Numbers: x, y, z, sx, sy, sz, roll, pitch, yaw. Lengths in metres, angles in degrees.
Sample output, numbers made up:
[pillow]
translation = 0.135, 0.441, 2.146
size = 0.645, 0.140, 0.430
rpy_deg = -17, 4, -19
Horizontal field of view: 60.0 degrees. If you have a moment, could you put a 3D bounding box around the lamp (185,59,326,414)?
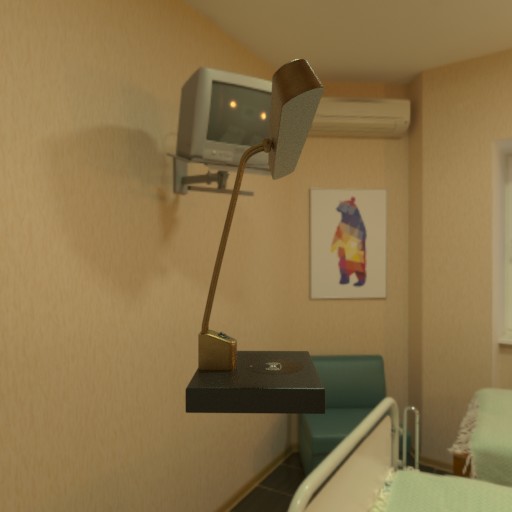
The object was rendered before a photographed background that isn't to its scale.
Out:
[lamp]
translation = 0.000, 0.000, 0.578
size = 0.156, 0.345, 0.412
rpy_deg = 0, 0, 1
